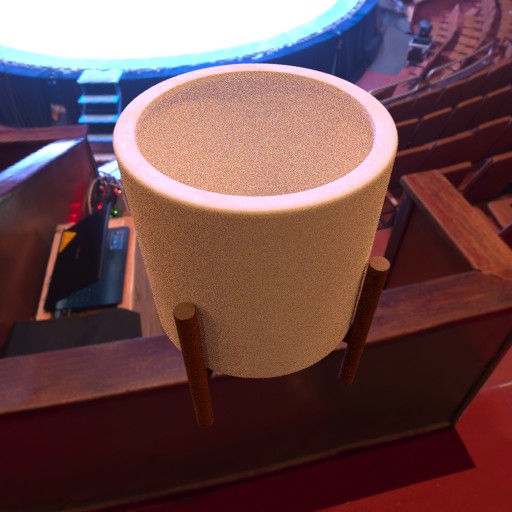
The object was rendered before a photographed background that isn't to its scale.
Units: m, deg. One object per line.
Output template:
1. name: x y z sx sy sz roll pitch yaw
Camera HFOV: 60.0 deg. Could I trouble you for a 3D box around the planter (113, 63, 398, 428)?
1. planter: 0.000 0.000 0.872 0.421 0.581 0.420 -11 47 -10
